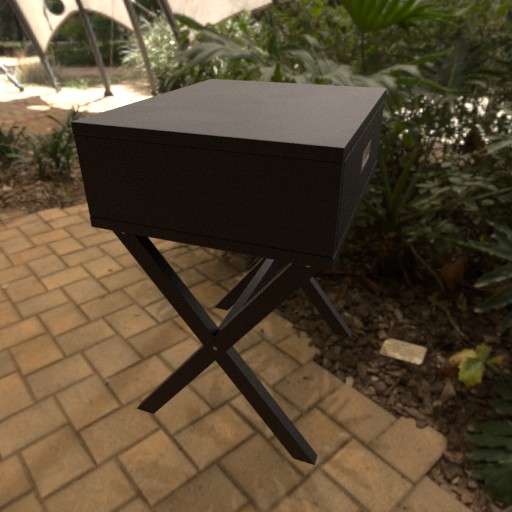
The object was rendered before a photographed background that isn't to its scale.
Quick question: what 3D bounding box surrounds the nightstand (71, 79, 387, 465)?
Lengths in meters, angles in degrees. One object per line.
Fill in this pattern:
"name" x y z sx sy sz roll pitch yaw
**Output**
"nightstand" 0.000 0.000 0.934 0.402 0.623 0.479 10 31 18
